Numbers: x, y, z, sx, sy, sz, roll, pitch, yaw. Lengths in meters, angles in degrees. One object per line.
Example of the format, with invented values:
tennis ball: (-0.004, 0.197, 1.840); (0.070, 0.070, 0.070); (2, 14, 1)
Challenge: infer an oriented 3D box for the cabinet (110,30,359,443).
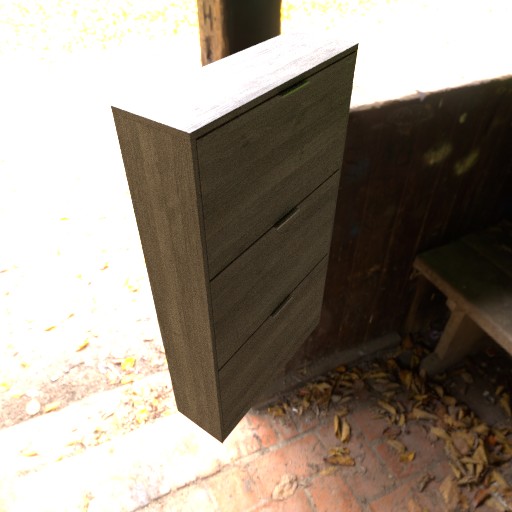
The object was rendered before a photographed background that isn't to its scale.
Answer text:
cabinet: (0.000, 0.000, 1.567); (0.250, 1.280, 0.750); (25, 47, 26)
